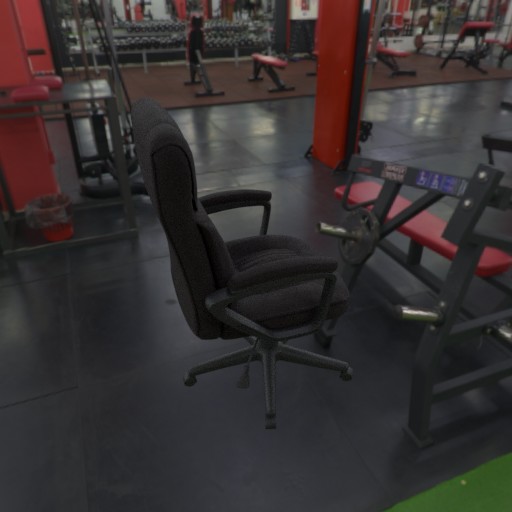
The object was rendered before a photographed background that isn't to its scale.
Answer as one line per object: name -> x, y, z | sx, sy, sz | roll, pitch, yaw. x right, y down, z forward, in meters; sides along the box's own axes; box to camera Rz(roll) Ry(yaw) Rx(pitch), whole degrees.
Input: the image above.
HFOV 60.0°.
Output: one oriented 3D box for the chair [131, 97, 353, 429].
chair -> 0.000, 0.000, 1.618 | 0.724, 1.105, 0.667 | -10, 32, -17
